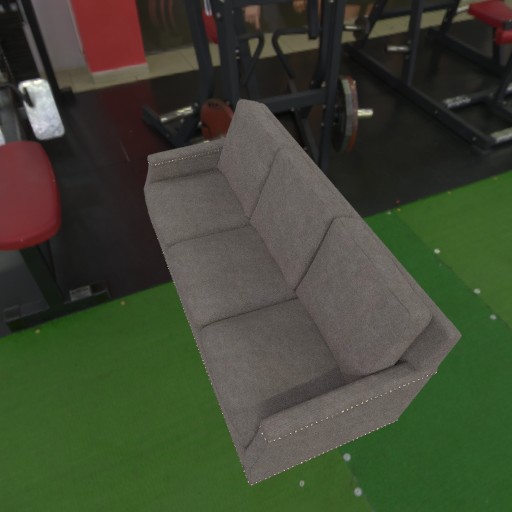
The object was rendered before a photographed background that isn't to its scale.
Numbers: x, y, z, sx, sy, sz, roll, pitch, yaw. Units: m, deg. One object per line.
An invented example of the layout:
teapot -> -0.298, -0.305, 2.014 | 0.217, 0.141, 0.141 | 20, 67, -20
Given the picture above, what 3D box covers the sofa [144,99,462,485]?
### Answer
sofa -> 0.000, 0.000, 2.743 | 1.034, 1.042, 2.226 | -17, 49, -15
